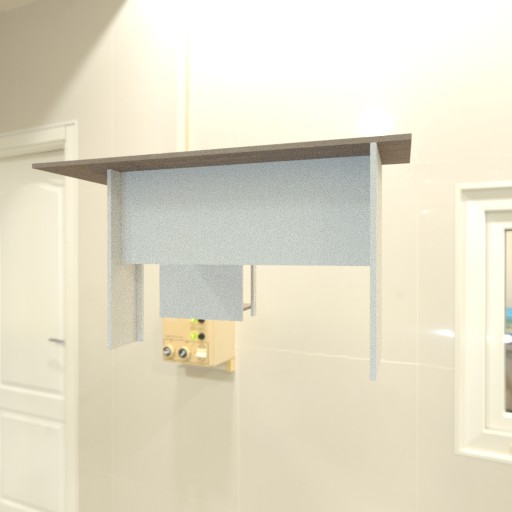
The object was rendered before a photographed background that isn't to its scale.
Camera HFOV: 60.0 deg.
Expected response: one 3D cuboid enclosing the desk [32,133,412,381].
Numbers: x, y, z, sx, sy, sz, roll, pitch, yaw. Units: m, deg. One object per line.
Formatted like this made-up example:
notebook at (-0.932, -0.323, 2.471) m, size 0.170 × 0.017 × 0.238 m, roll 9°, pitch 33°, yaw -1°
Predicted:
desk at (0.000, 0.000, 2.090) m, size 1.361 × 0.716 × 1.303 m, roll 0°, pitch 0°, yaw 18°
